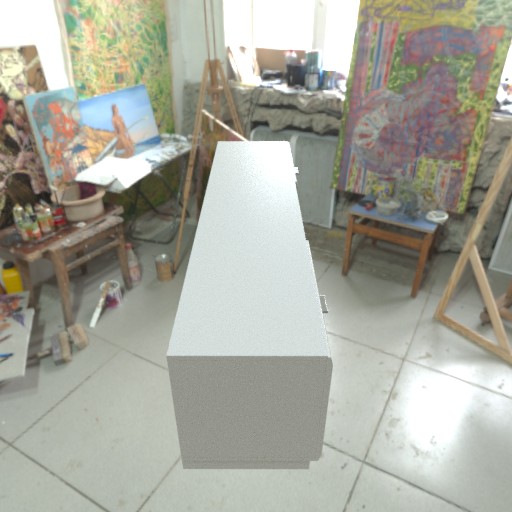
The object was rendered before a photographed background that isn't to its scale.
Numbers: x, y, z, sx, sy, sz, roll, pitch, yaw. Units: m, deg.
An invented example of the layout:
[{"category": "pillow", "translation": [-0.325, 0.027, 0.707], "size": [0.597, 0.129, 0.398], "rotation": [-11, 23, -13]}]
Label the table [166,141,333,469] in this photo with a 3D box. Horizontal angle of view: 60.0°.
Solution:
[{"category": "table", "translation": [0.000, 0.000, 1.770], "size": [0.400, 0.440, 1.550], "rotation": [0, 32, 0]}]
